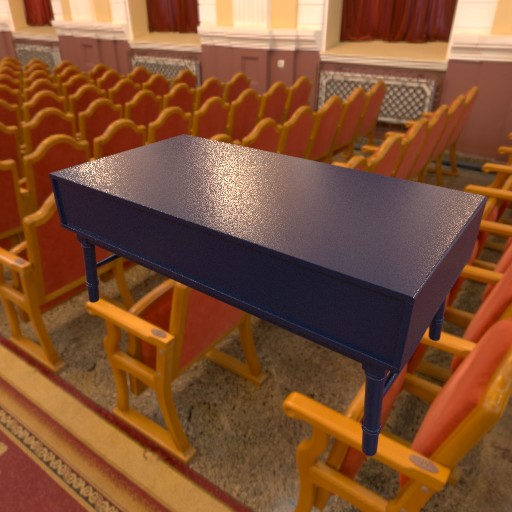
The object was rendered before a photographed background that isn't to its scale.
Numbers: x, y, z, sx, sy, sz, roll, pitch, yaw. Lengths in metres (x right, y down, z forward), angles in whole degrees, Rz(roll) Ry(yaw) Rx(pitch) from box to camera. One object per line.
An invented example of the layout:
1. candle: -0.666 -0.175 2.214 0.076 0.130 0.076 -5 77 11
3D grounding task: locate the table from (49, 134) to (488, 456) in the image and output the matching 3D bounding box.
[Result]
1. table: 0.000 0.000 1.319 1.067 0.457 0.572 20 35 31
